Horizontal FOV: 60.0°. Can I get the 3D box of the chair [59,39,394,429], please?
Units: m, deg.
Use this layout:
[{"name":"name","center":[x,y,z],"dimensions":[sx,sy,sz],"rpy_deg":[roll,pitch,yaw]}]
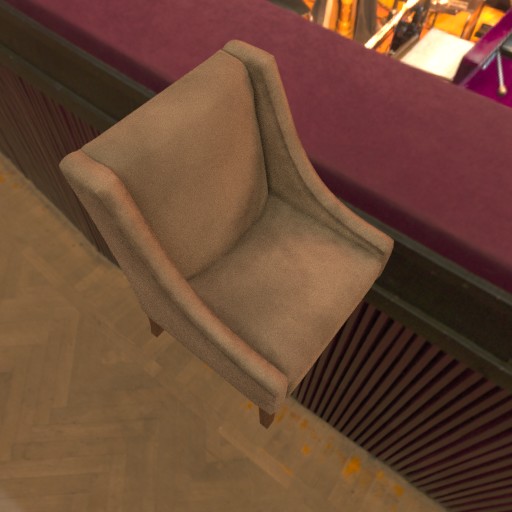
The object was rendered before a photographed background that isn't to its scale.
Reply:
[{"name":"chair","center":[0.000,0.000,1.346],"dimensions":[0.629,0.895,0.629],"rpy_deg":[34,64,20]}]
